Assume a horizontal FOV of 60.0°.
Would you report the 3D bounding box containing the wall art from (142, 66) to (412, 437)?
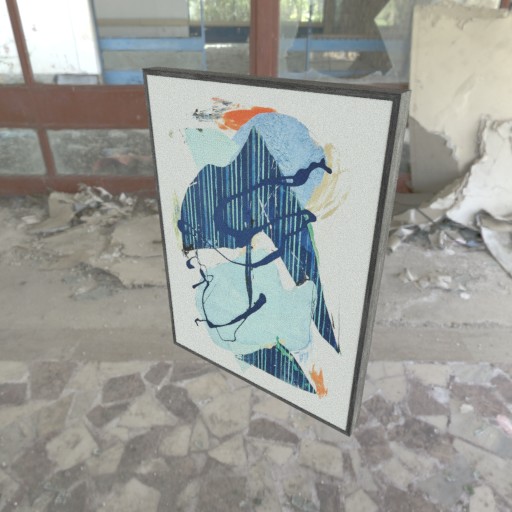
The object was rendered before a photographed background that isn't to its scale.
[{"bbox_3d":[0.000,0.000,1.350,0.762,1.016,0.063,19,34,31],"label":"wall art"}]
